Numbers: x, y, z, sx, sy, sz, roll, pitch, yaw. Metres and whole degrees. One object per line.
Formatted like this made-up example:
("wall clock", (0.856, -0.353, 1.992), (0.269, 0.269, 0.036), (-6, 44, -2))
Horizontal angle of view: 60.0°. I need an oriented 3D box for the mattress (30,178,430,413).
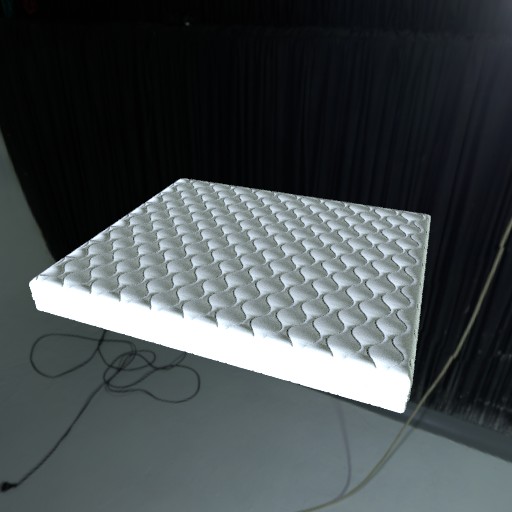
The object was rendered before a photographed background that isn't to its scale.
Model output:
("mattress", (0.000, 0.000, 2.658), (1.900, 0.200, 1.600), (11, 33, 18))
